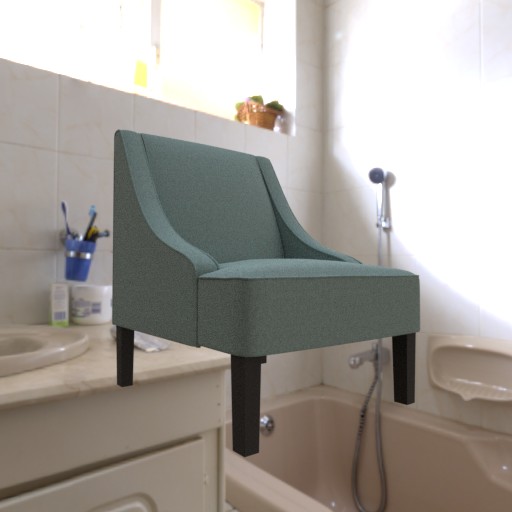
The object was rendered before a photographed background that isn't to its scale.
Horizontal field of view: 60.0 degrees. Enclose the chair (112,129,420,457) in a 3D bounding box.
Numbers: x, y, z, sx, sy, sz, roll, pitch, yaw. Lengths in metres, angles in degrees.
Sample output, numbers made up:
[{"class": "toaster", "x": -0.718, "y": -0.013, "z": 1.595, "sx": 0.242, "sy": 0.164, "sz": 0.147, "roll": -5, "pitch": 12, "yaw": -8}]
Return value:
[{"class": "chair", "x": 0.000, "y": 0.000, "z": 1.844, "sx": 0.857, "sy": 1.133, "sz": 1.025, "roll": 1, "pitch": -2, "yaw": -38}]
